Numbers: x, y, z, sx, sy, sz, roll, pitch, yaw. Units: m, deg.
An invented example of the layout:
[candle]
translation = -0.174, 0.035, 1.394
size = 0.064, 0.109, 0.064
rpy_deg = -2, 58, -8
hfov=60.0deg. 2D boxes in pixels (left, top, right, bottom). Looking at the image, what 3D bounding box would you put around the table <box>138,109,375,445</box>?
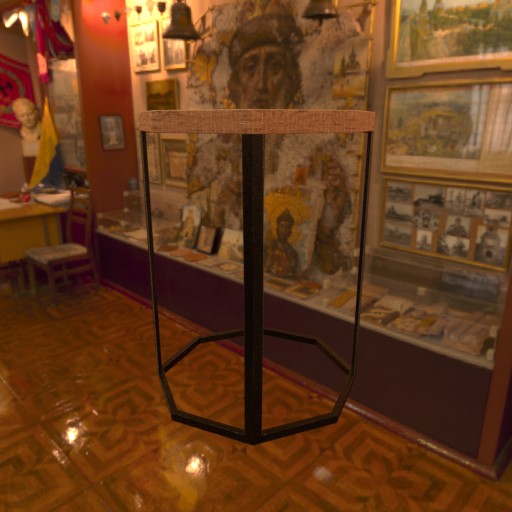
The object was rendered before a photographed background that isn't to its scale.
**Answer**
[table]
translation = 0.000, 0.000, 0.896
size = 0.437, 0.553, 0.437
rpy_deg = -16, 23, -41
